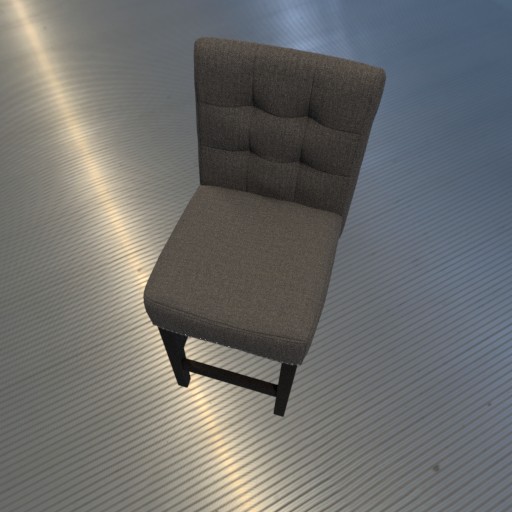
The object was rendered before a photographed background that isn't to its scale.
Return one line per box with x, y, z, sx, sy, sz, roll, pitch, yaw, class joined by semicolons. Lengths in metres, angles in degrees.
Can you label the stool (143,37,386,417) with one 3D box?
0.000;0.000;1.190;0.427;0.885;0.571;14;59;9;stool
